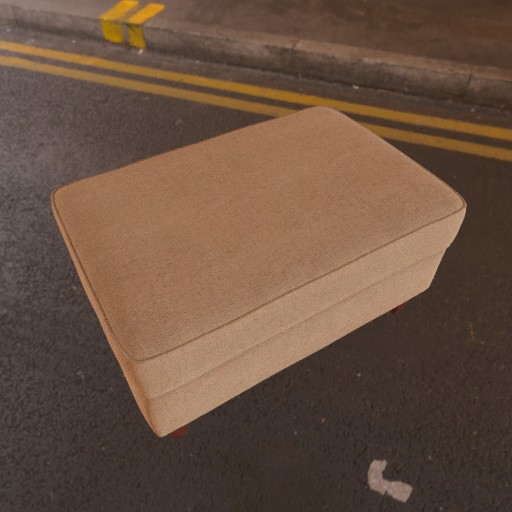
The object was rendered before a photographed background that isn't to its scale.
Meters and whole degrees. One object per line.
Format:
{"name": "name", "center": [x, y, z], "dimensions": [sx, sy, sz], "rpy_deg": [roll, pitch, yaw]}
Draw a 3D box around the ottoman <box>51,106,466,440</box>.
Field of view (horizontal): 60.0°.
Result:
{"name": "ottoman", "center": [0.000, 0.000, 1.200], "dimensions": [0.862, 0.484, 0.583], "rpy_deg": [-24, 51, -21]}
